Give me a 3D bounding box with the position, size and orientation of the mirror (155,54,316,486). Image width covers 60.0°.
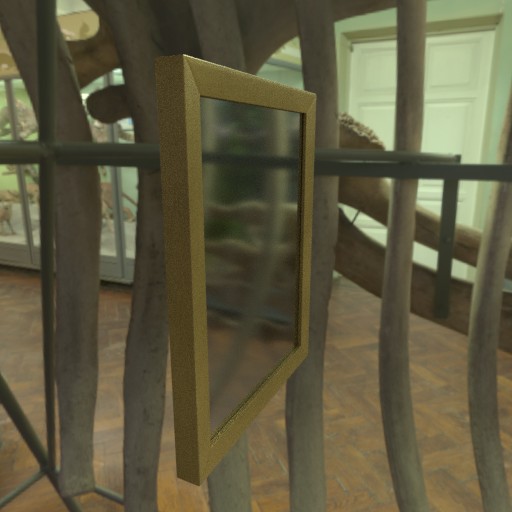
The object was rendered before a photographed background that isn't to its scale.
[{"bbox_3d":[0.000,0.000,0.685,0.041,0.508,0.405,7,16,25],"label":"mirror"}]
